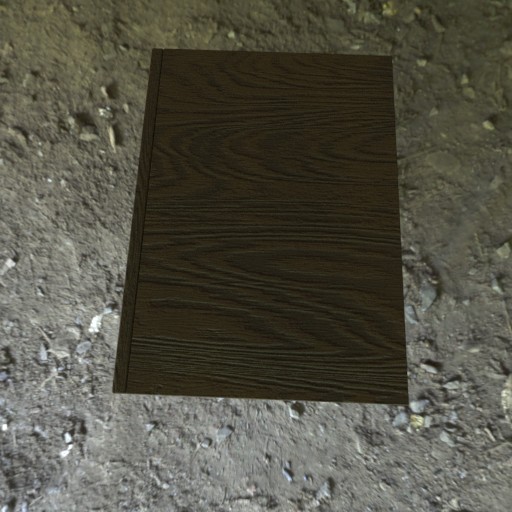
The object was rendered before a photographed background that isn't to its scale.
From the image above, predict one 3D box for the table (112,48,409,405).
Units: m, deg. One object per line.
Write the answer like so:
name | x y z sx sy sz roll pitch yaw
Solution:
table | 0.000 0.000 0.958 0.439 0.585 0.560 2 75 1
